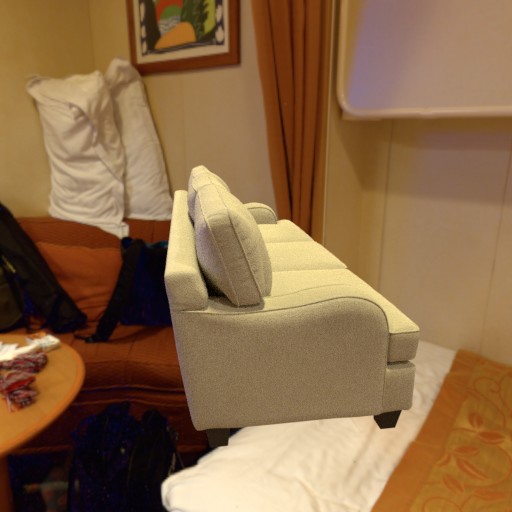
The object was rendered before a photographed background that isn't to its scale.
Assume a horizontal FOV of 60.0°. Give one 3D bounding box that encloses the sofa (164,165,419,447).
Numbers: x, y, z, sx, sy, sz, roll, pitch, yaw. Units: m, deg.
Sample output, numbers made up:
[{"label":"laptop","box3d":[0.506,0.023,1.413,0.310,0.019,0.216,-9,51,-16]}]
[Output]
[{"label":"sofa","box3d":[0.000,0.000,2.776,1.016,0.991,2.323,-2,16,-9]}]
